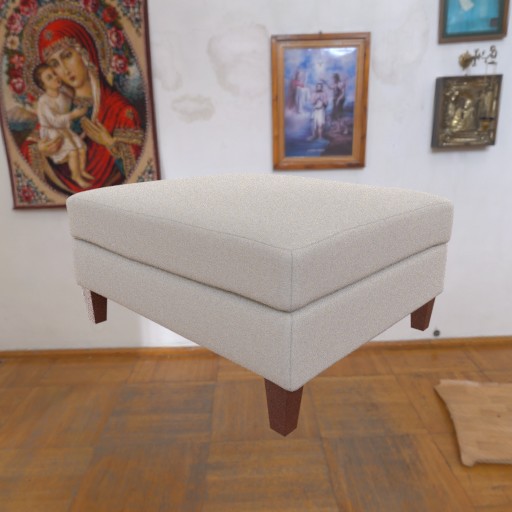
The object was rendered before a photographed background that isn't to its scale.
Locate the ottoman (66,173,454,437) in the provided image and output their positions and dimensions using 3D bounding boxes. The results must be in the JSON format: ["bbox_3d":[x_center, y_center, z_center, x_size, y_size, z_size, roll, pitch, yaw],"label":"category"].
[{"bbox_3d":[0.000,0.000,1.471,0.976,0.492,0.836,15,22,41],"label":"ottoman"}]
